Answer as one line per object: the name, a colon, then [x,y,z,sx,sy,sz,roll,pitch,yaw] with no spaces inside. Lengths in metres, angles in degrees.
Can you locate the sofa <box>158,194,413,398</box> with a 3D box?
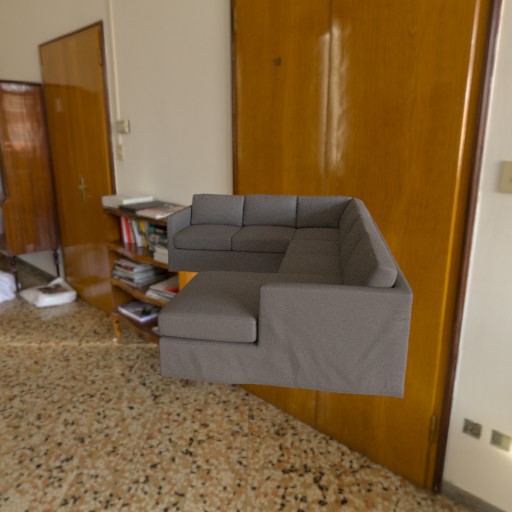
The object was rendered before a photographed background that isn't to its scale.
sofa: [0.000,0.000,4.457,2.427,0.882,3.460,2,15,9]
